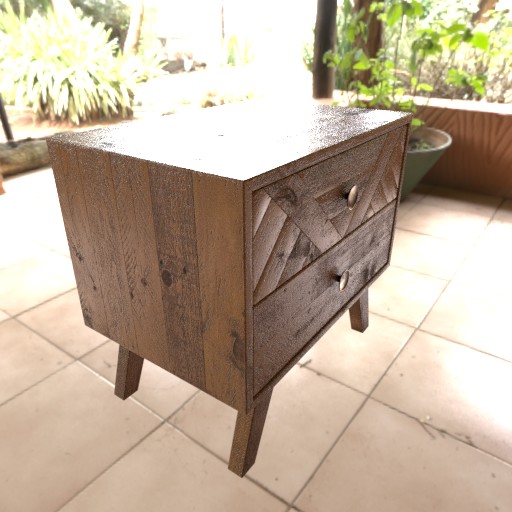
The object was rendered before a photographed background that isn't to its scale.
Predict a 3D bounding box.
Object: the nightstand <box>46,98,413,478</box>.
[{"bbox_3d":[0.000,0.000,1.034,0.450,0.599,0.650,18,32,31],"label":"nightstand"}]
